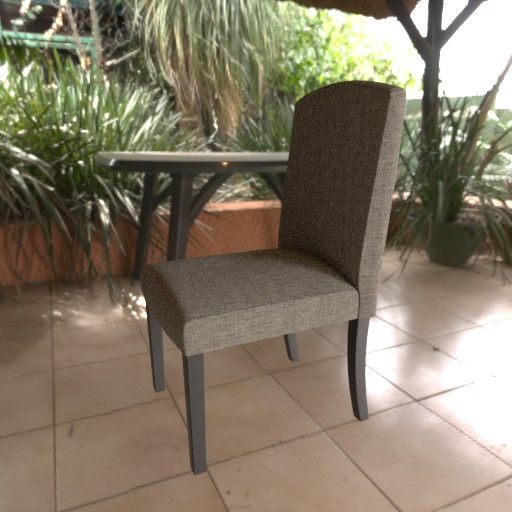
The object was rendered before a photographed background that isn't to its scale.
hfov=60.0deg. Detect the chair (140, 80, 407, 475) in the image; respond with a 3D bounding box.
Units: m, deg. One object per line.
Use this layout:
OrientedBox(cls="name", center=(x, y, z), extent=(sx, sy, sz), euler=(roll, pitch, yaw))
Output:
OrientedBox(cls="chair", center=(0.000, 0.000, 1.209), extent=(0.580, 0.917, 0.451), euler=(-7, 16, -25))
